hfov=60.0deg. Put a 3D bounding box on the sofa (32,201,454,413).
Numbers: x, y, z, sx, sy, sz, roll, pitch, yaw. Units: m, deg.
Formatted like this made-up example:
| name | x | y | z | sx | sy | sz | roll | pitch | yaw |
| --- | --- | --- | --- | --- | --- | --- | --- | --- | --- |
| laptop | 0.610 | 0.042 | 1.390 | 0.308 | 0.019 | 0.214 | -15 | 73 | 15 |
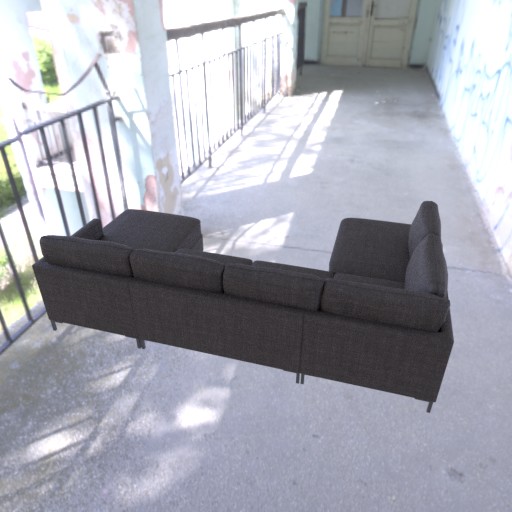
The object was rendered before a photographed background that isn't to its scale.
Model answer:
| name | x | y | z | sx | sy | sz | roll | pitch | yaw |
| --- | --- | --- | --- | --- | --- | --- | --- | --- | --- |
| sofa | 0.000 | 0.000 | 4.290 | 3.423 | 0.999 | 2.048 | 9 | 33 | 14 |
